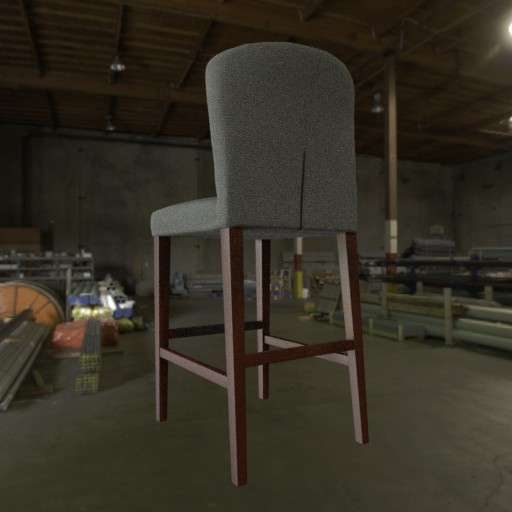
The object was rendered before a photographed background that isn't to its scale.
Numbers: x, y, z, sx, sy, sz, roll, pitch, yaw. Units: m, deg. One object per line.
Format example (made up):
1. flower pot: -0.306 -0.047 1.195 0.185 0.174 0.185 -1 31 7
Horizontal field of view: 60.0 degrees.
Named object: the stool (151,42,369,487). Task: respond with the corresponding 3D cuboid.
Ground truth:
1. stool: 0.000 0.000 1.360 0.486 1.069 0.568 0 0 -34
